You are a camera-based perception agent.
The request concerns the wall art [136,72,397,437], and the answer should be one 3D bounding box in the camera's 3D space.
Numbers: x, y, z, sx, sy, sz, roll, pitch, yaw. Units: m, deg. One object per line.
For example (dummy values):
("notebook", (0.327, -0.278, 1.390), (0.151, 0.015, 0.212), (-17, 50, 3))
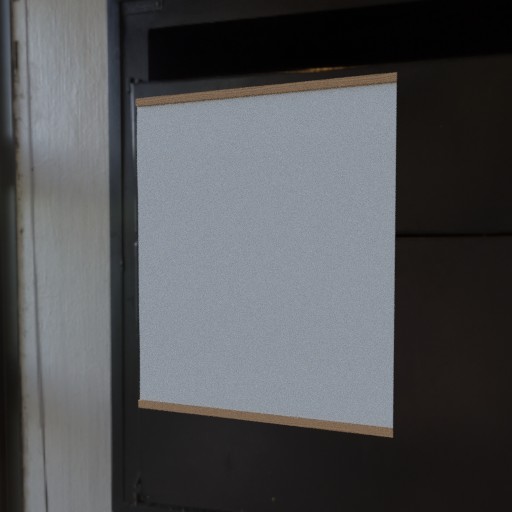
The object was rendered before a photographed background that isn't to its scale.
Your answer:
("wall art", (0.000, 0.000, 0.676), (0.404, 0.507, 0.010), (1, 2, 16))
